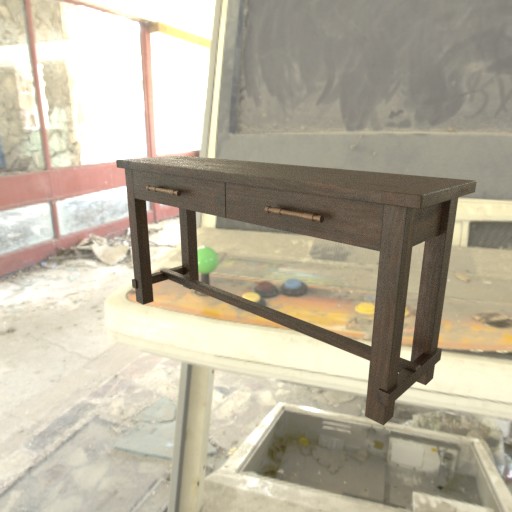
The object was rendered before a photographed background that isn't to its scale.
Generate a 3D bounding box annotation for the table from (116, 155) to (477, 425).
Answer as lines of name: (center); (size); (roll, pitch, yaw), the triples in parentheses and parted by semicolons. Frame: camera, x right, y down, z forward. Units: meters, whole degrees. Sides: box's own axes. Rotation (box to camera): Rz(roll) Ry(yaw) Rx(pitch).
table: (0.000, 0.000, 1.949); (1.599, 0.762, 0.442); (16, 23, 42)
